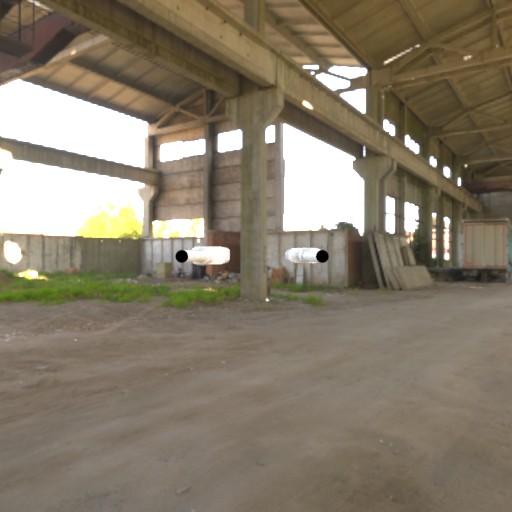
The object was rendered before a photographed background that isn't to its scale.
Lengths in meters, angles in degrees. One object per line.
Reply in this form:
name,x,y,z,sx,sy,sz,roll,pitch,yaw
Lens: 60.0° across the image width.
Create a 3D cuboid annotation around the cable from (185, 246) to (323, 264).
cable,0.000,0.000,0.112,0.040,0.006,0.098,0,0,1
